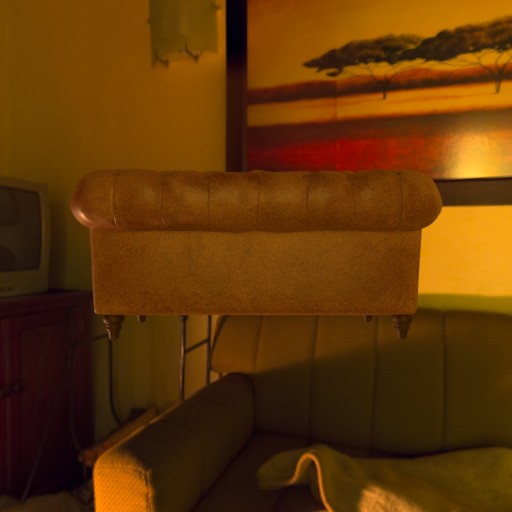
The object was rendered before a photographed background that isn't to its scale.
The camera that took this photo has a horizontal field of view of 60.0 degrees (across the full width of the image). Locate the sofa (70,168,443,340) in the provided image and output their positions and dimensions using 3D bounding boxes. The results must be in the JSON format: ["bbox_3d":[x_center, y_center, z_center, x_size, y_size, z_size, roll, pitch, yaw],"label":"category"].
[{"bbox_3d":[0.000,0.000,2.516,1.979,0.877,1.042,0,0,-1],"label":"sofa"}]
